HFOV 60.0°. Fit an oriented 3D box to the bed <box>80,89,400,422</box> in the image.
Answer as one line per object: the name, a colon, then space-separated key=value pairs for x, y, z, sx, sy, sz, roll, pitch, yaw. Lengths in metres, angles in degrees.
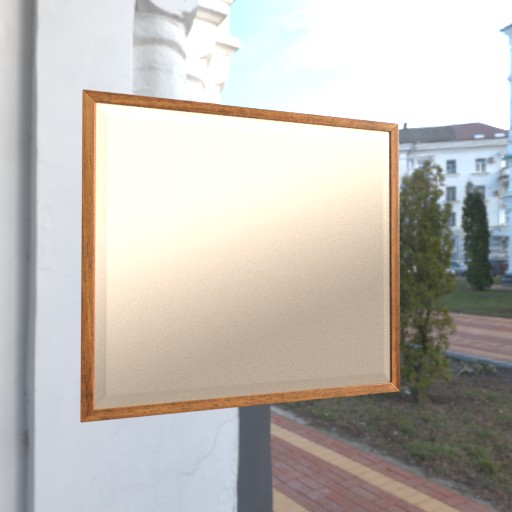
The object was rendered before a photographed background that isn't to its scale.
bed: x=0.000 y=0.000 z=1.421 sx=1.041 sy=0.940 sz=0.043 roll=0 pitch=-1 yaw=-17
